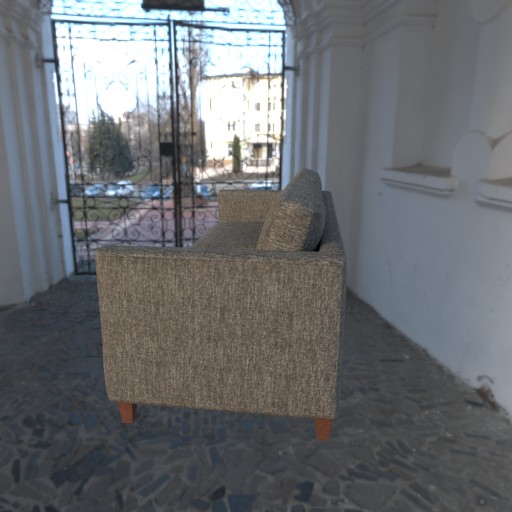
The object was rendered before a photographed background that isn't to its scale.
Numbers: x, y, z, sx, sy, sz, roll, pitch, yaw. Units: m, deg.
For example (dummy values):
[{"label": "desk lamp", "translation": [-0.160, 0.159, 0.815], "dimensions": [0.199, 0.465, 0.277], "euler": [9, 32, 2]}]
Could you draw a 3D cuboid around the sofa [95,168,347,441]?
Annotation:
[{"label": "sofa", "translation": [0.000, 0.000, 2.678], "dimensions": [0.948, 0.960, 2.208], "euler": [2, 14, 8]}]
